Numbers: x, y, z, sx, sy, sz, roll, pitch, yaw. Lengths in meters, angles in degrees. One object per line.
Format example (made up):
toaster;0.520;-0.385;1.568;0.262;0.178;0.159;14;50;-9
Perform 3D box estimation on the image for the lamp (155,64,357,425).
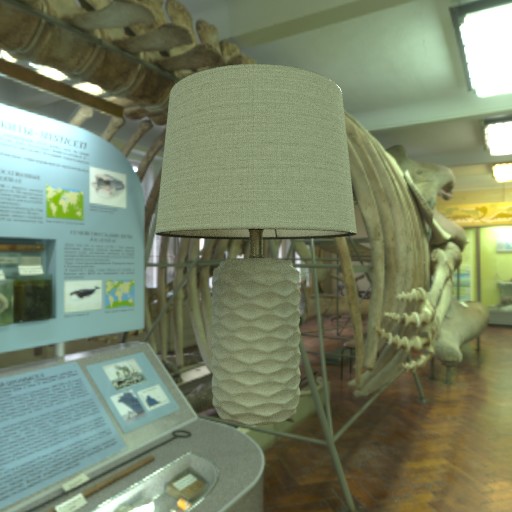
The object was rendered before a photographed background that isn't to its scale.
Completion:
lamp;0.000;0.000;0.847;0.376;0.594;0.376;0;0;0
